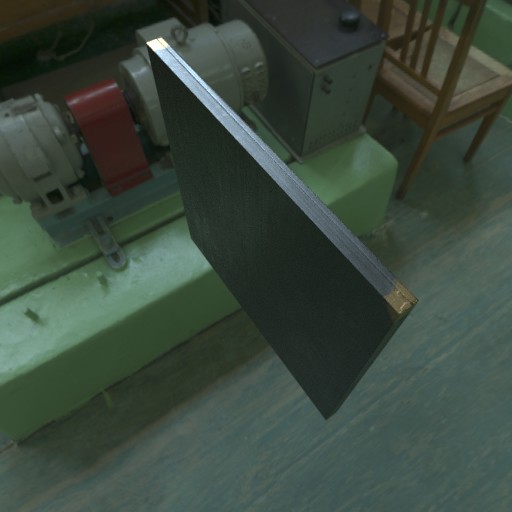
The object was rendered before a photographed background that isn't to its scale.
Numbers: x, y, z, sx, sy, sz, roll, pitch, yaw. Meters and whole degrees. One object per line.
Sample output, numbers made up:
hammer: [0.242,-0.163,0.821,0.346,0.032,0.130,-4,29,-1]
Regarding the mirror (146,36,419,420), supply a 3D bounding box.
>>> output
mirror: [0.000,0.000,0.557,0.020,0.381,0.382,-31,64,-17]
